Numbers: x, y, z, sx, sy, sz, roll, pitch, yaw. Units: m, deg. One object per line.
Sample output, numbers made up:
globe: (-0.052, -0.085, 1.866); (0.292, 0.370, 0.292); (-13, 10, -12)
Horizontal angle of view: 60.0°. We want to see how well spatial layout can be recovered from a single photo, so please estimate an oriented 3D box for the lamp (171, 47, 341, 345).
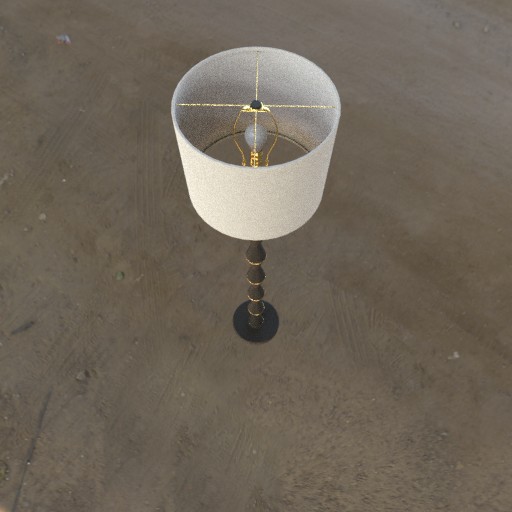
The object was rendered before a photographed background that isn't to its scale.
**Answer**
lamp: (0.000, 0.000, 1.651); (0.381, 1.480, 0.381); (1, 62, 1)
